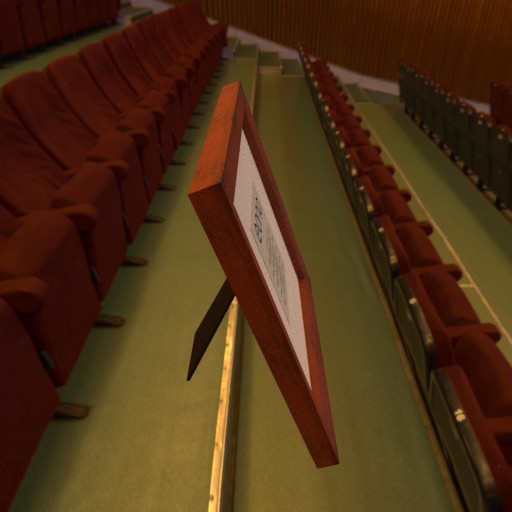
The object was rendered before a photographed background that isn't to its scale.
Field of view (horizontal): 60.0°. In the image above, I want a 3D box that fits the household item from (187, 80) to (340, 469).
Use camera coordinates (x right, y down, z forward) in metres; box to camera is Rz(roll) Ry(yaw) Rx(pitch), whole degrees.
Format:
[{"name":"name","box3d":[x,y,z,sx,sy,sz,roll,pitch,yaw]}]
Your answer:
[{"name":"household item","box3d":[0.000,0.000,0.382,0.131,0.240,0.240,0,33,0]}]
